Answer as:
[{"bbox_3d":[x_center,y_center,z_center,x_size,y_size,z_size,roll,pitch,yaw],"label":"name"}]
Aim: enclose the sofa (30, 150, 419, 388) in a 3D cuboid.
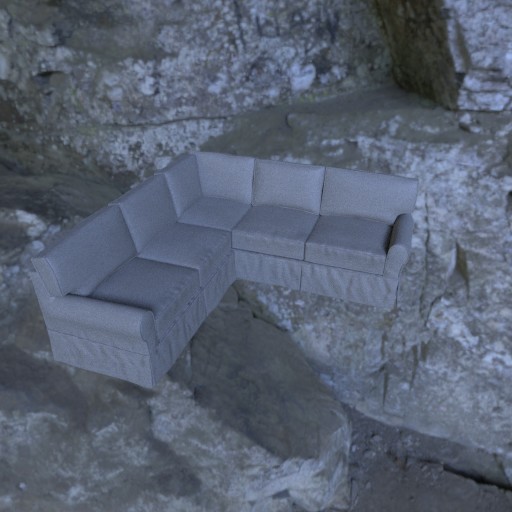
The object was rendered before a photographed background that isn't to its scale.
[{"bbox_3d":[0.000,0.000,4.015,2.623,1.081,2.618,10,32,17],"label":"sofa"}]
